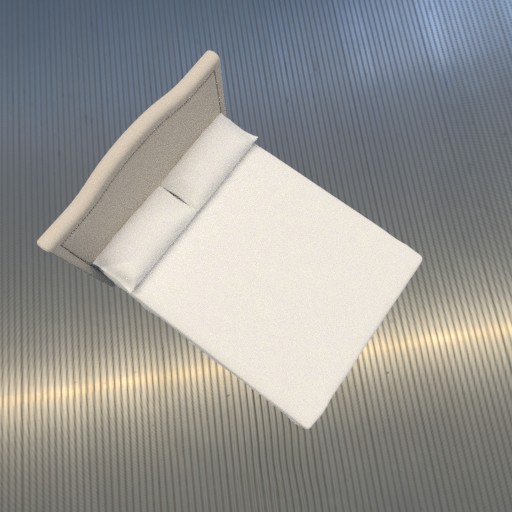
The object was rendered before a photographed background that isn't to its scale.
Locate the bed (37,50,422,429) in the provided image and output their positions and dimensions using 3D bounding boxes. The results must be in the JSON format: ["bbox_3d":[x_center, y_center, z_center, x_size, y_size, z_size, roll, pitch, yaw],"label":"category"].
[{"bbox_3d":[0.000,0.000,3.368,2.143,1.460,1.753,36,79,8],"label":"bed"}]
